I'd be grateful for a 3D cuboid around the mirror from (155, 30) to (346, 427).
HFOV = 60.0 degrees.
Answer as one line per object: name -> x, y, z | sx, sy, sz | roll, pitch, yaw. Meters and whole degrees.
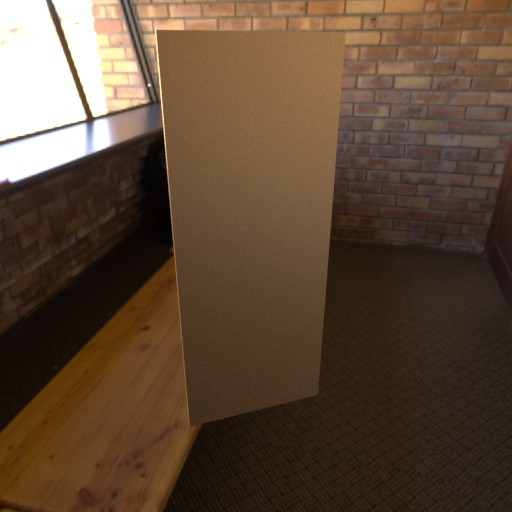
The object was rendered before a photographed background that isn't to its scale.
mirror -> 0.000, 0.000, 2.244 | 0.812, 2.031, 0.025 | -8, 26, -17
